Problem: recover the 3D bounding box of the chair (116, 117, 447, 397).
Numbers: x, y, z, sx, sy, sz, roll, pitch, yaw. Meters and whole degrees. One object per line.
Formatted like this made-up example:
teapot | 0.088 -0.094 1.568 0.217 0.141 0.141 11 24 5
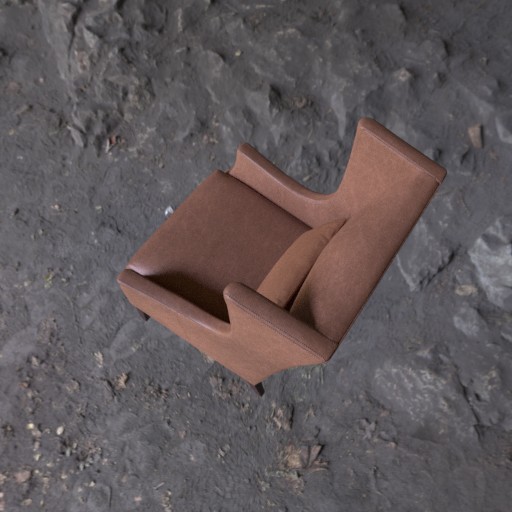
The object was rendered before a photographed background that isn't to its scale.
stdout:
chair | 0.000 0.000 1.748 0.913 1.088 0.815 32 67 16
